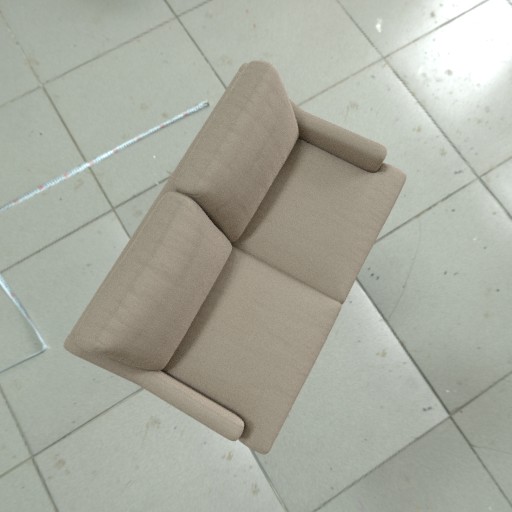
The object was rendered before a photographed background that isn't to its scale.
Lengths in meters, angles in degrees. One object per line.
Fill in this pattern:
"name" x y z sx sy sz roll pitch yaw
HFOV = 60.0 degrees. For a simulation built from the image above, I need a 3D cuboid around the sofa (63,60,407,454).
"sofa" 0.000 0.000 2.212 1.004 0.910 1.619 28 78 7
